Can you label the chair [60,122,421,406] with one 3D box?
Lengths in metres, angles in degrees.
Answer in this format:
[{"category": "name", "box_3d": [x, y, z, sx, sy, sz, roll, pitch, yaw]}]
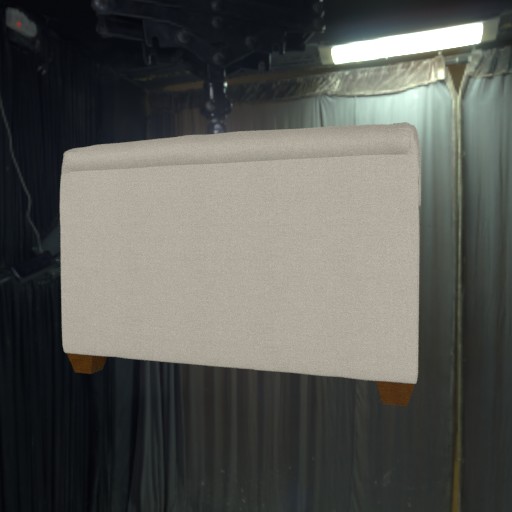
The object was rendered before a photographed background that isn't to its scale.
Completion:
[{"category": "chair", "box_3d": [0.000, 0.000, 2.052, 1.383, 0.948, 1.000, 1, 2, 17]}]
